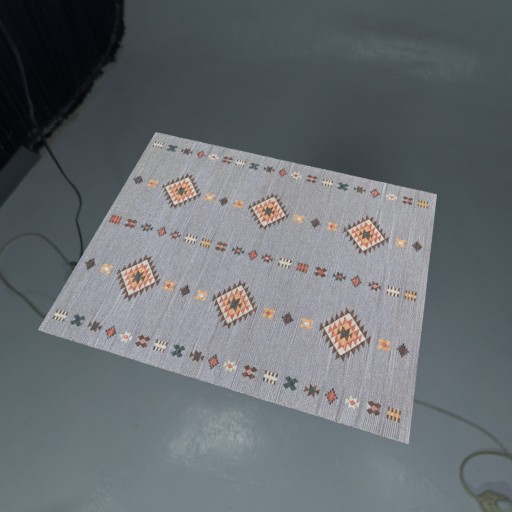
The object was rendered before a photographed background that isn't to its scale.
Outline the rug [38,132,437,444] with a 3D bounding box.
[{"bbox_3d":[0.000,0.000,4.044,3.035,0.008,2.425,14,60,9],"label":"rug"}]
